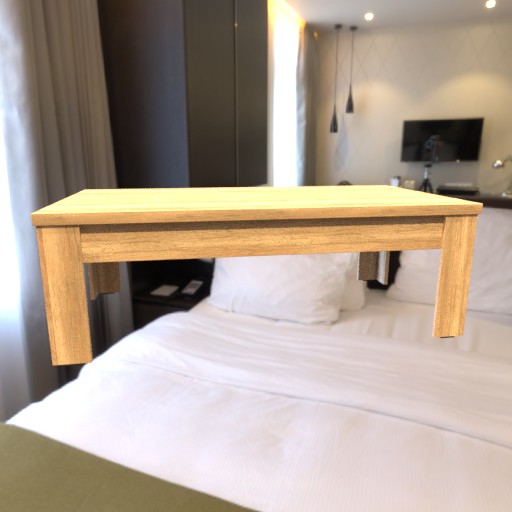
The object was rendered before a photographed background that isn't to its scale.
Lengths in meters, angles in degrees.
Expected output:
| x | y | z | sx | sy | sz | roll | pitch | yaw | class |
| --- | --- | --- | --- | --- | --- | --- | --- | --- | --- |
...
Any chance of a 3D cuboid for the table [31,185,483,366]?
| x | y | z | sx | sy | sz | roll | pitch | yaw | class |
| --- | --- | --- | --- | --- | --- | --- | --- | --- | --- |
| 0.000 | 0.000 | 1.695 | 1.350 | 0.460 | 0.700 | -2 | 14 | -9 | table |
